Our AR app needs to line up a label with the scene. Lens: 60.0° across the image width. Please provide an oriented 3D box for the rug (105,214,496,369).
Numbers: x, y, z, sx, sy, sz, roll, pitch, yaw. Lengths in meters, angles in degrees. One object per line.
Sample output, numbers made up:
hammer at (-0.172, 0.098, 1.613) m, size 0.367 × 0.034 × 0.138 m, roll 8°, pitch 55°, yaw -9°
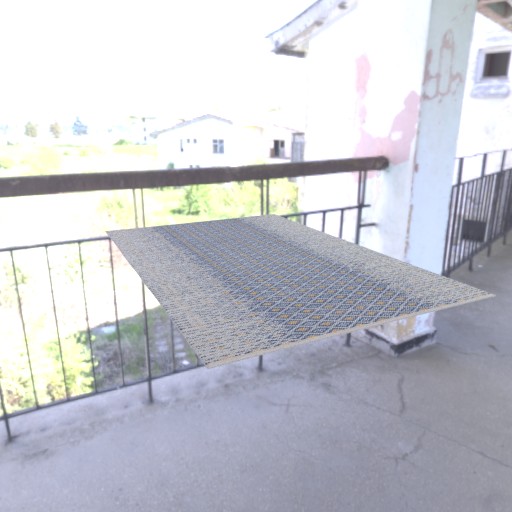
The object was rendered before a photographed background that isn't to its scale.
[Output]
rug at (0.000, 0.000, 2.282) m, size 1.219 × 0.005 × 1.828 m, roll -8°, pitch 19°, yaw -25°
